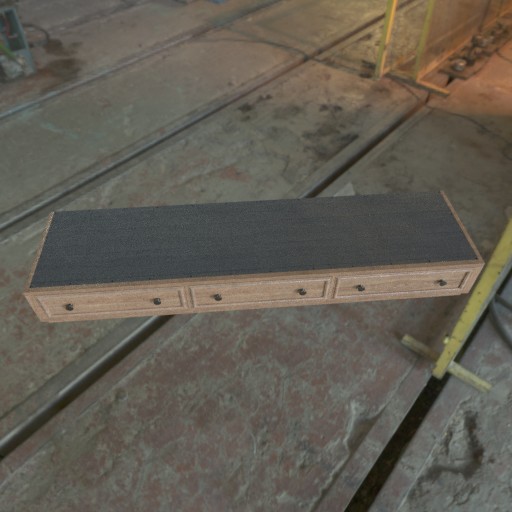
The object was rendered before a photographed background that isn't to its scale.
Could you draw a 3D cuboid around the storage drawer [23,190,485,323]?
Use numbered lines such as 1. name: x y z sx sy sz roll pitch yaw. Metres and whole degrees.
1. storage drawer: 0.000 0.000 2.207 2.032 0.264 0.538 -3 48 -3
